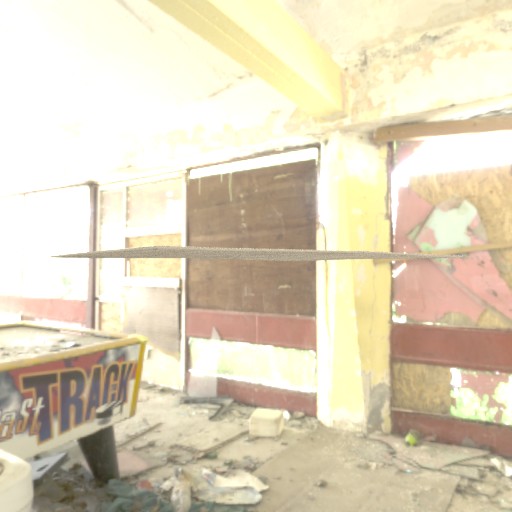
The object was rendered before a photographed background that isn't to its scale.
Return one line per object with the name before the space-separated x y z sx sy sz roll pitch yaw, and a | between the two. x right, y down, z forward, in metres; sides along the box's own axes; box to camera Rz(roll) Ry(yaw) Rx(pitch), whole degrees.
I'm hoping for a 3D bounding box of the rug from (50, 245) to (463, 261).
rug | 0.000 0.000 4.292 3.202 0.045 2.434 1 -2 -37
